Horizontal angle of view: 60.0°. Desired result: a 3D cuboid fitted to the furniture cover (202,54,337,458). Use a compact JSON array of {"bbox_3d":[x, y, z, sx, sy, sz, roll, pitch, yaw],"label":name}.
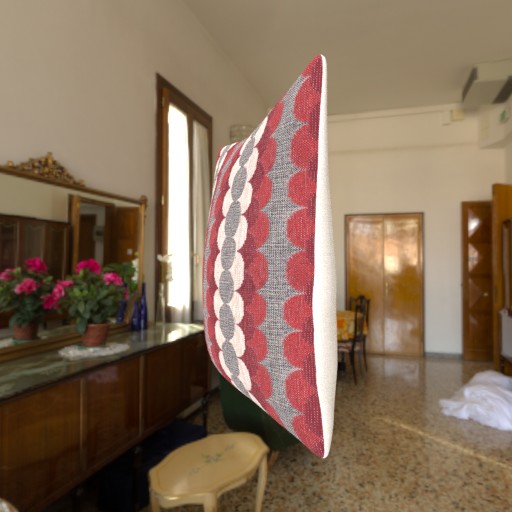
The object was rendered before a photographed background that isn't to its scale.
[{"bbox_3d":[0.000,0.000,0.655,0.145,0.420,0.435,0,-1,-19],"label":"furniture cover"}]
